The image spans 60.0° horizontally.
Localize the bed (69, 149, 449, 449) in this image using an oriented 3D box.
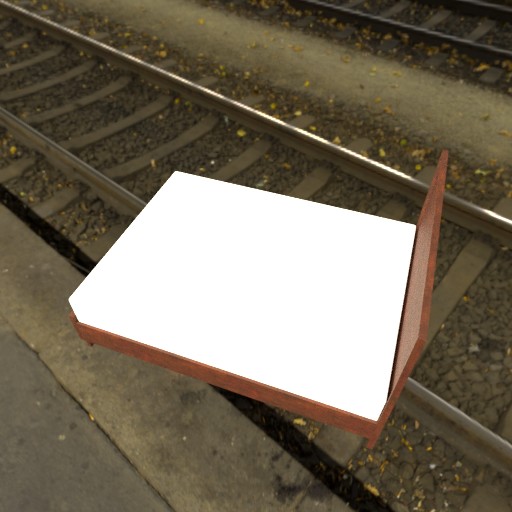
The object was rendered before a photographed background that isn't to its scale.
[{"bbox_3d":[0.000,0.000,3.188,2.184,1.270,1.600,15,48,14],"label":"bed"}]
